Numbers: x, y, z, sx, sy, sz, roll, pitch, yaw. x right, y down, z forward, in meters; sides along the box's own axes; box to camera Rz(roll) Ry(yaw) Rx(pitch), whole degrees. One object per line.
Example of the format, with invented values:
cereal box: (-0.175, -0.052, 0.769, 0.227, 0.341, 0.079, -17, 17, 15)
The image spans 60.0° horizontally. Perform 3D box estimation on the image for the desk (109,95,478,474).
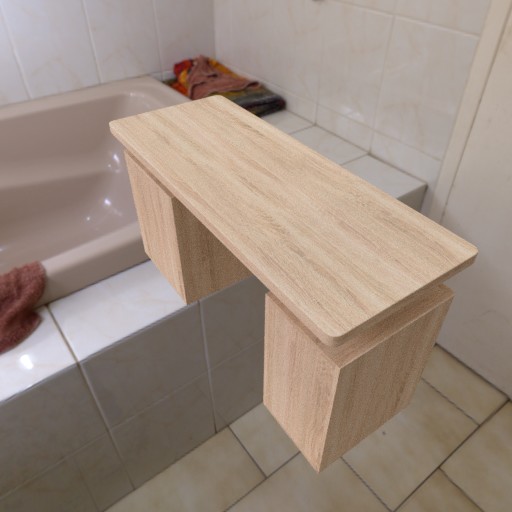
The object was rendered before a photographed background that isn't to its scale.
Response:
desk: (0.000, 0.000, 1.786, 0.550, 0.760, 1.400, -24, 46, -26)
